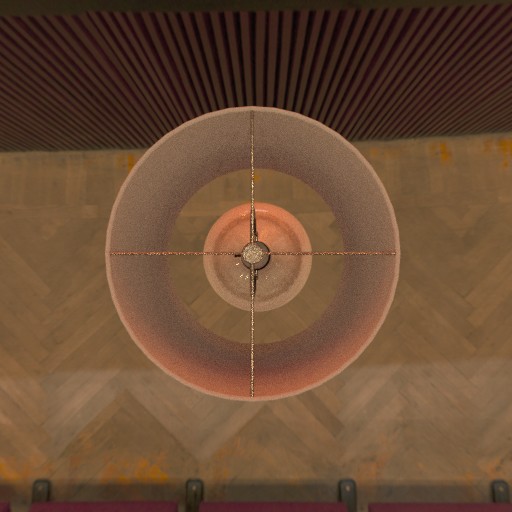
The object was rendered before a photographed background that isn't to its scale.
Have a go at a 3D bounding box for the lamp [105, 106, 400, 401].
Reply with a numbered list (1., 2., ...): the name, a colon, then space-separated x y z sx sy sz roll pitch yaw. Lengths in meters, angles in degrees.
1. lamp: 0.000 0.000 0.526 0.217 0.404 0.217 0 89 1
